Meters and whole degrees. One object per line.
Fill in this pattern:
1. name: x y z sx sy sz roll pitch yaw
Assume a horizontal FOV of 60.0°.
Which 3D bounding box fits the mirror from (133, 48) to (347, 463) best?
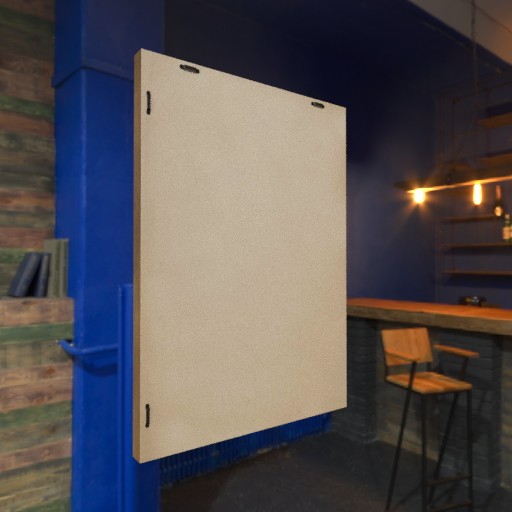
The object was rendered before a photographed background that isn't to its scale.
1. mirror: 0.000 0.000 0.917 0.508 0.711 0.039 1 -1 -36
